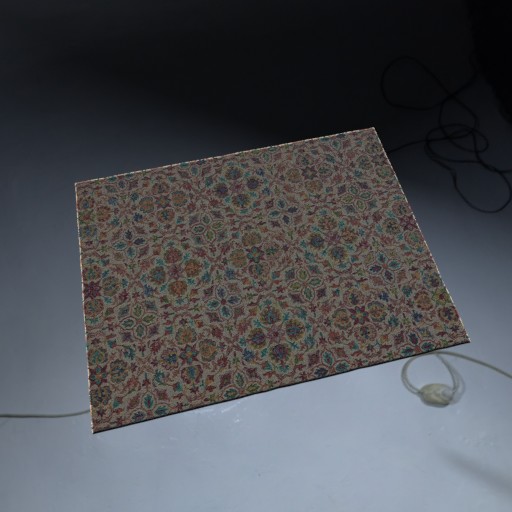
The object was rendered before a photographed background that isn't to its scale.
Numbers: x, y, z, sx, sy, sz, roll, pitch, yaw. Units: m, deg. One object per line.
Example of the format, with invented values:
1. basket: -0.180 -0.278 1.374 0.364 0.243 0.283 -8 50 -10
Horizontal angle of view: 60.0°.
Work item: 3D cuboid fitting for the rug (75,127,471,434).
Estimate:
1. rug: 0.000 0.000 4.155 3.215 0.020 2.446 -12 65 -6
